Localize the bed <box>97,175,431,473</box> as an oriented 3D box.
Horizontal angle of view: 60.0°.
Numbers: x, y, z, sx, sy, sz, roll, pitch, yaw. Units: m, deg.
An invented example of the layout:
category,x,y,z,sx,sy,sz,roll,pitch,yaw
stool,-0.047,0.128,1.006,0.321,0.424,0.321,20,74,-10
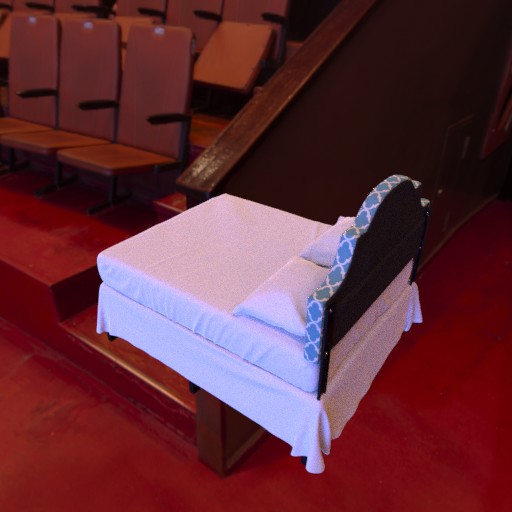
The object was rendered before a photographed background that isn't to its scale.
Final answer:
category,x,y,z,sx,sy,sz,roll,pitch,yaw
bed,0.000,0.000,3.389,2.222,1.633,1.780,21,36,31
